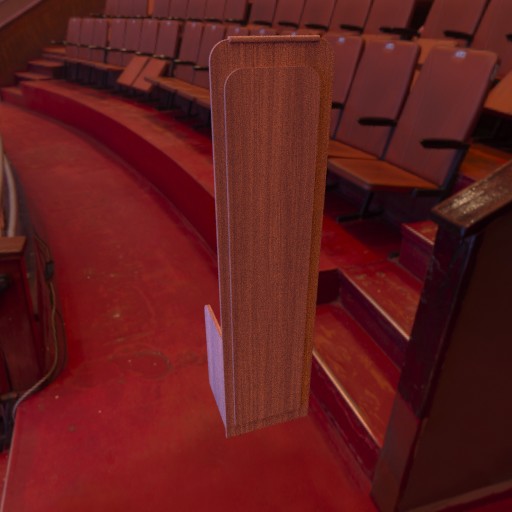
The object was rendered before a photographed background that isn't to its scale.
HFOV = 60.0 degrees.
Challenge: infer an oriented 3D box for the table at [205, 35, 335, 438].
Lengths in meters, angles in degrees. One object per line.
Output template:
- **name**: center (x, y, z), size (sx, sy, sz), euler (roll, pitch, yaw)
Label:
- **table**: center (0.000, 0.000, 2.044), size (0.450, 1.830, 0.420), euler (-9, 30, -17)
